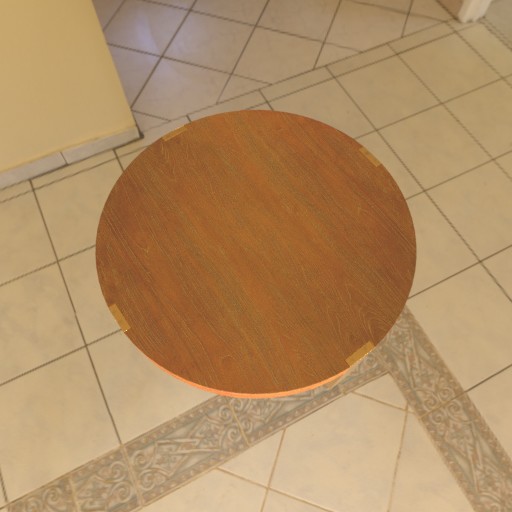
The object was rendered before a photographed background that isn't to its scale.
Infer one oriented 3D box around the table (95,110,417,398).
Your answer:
[{"bbox_3d":[0.000,0.000,1.730,1.100,0.420,1.100,0,64,0],"label":"table"}]
